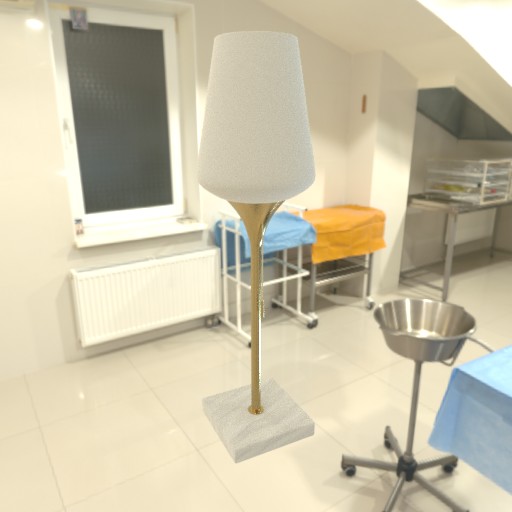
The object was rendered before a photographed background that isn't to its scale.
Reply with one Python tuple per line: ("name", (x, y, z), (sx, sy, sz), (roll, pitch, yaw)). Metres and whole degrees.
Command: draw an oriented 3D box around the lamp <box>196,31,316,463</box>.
("lamp", (0.000, 0.000, 0.717), (0.181, 0.639, 0.181), (-9, 19, -25))
